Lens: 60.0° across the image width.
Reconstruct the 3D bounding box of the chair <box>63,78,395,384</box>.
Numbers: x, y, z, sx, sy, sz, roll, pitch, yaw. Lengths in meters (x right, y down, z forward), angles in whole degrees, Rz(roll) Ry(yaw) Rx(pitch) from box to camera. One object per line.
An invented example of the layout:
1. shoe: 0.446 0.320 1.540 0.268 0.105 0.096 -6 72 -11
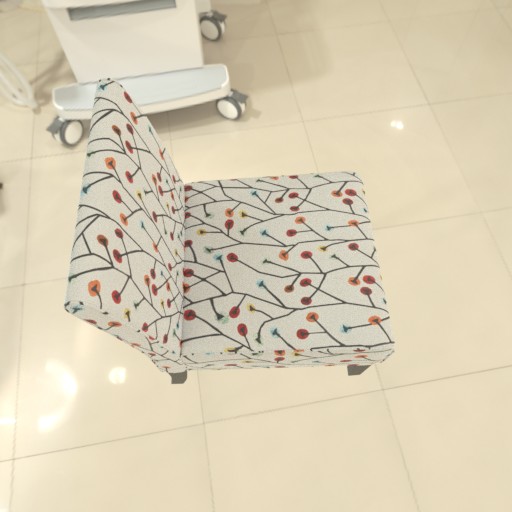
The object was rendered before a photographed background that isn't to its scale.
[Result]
1. chair: 0.000 0.000 1.280 0.732 0.813 0.597 -3 63 -1
